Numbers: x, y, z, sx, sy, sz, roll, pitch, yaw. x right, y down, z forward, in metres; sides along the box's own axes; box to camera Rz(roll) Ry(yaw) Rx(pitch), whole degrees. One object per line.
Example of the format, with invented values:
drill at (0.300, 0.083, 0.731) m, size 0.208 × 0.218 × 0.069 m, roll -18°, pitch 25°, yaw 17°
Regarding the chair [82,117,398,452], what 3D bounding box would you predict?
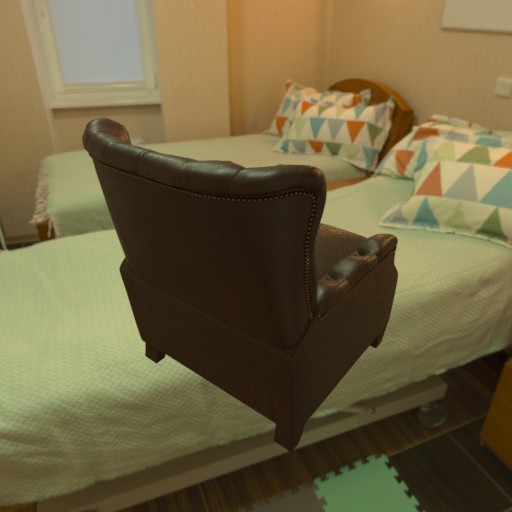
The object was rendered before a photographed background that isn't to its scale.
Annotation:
chair at (0.000, 0.000, 1.414) m, size 0.709 × 0.864 × 0.823 m, roll 21°, pitch 36°, yaw 33°
